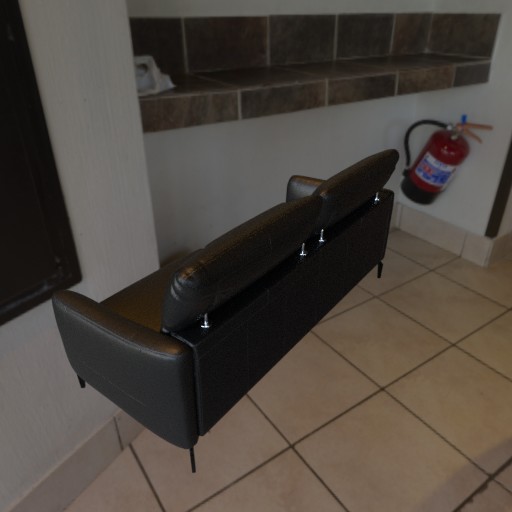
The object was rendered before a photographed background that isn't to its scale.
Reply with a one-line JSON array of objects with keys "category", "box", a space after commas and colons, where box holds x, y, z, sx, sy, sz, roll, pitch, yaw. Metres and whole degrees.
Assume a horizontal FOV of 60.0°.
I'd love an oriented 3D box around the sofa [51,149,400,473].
[{"category": "sofa", "box": [0.000, 0.000, 2.503, 0.856, 0.957, 2.069, 20, 35, 32]}]
